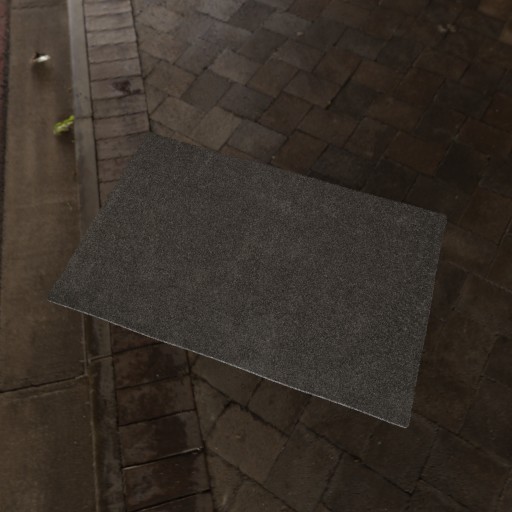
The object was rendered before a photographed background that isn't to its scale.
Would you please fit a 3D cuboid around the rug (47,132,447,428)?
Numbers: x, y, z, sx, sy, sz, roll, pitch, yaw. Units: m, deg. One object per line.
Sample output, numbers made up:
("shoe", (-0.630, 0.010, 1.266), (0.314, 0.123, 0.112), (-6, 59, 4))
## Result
("rug", (0.000, 0.000, 3.005), (2.350, 0.025, 1.502), (17, 64, 9))
